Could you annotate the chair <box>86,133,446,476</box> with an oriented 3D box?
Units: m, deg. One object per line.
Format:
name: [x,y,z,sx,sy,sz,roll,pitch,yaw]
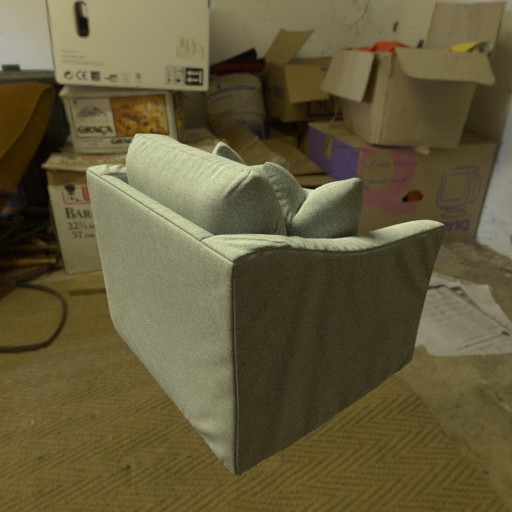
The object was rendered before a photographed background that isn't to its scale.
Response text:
chair: [0.000,0.000,2.015,1.071,1.059,1.194,-19,32,-33]
